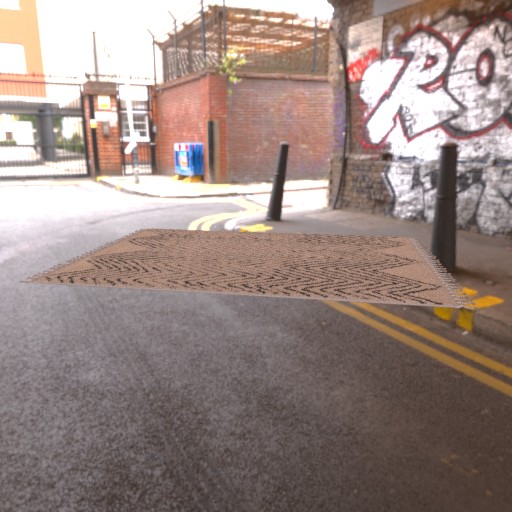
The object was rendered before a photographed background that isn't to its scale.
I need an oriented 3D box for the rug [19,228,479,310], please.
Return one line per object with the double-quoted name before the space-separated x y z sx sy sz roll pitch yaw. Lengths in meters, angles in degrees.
"rug" 0.000 0.000 2.302 1.847 0.014 1.230 2 14 10
